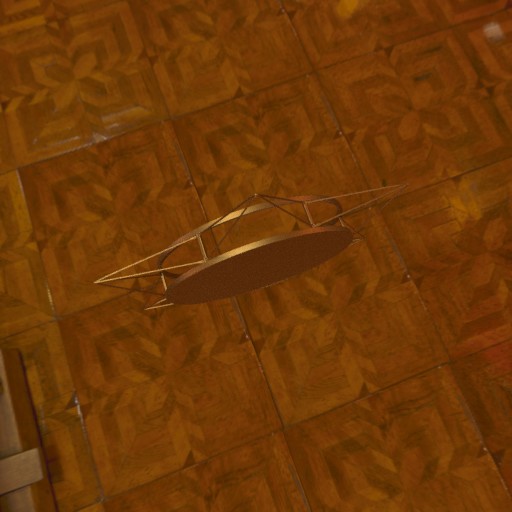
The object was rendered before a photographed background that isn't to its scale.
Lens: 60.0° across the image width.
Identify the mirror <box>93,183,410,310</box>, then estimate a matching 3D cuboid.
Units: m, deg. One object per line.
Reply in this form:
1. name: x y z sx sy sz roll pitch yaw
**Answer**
1. mirror: 0.000 0.000 0.802 0.498 0.581 0.062 -18 76 -4
